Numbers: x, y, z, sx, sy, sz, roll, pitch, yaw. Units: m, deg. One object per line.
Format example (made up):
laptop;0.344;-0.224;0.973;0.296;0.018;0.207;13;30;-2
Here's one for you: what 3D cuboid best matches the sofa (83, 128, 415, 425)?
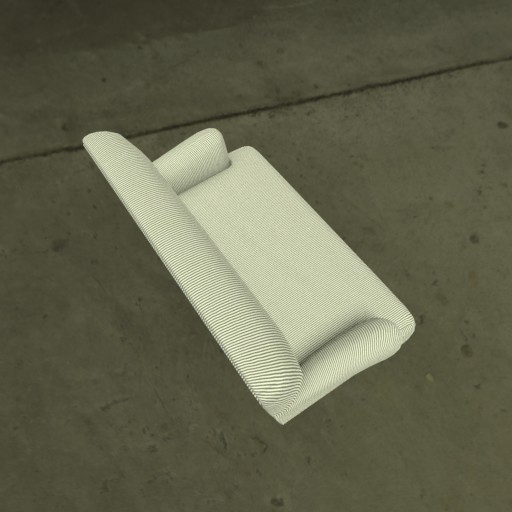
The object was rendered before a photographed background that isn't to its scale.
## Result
sofa;0.000;0.000;1.862;0.779;0.889;1.297;-31;64;-17
